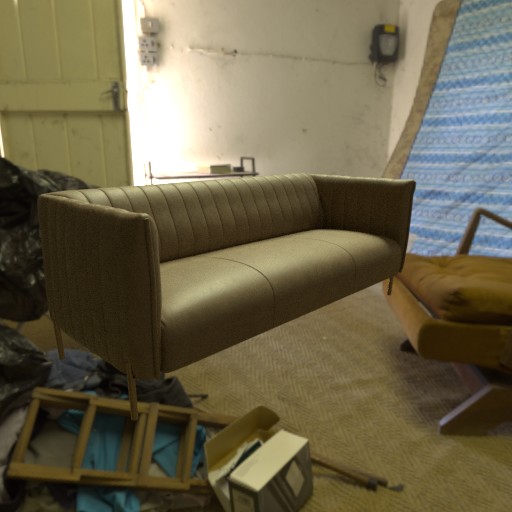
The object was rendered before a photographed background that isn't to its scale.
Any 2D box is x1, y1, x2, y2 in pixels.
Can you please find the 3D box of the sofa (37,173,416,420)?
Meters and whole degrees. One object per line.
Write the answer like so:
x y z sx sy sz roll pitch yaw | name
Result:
0.000 0.000 2.408 0.876 0.779 1.980 14 20 43 | sofa
